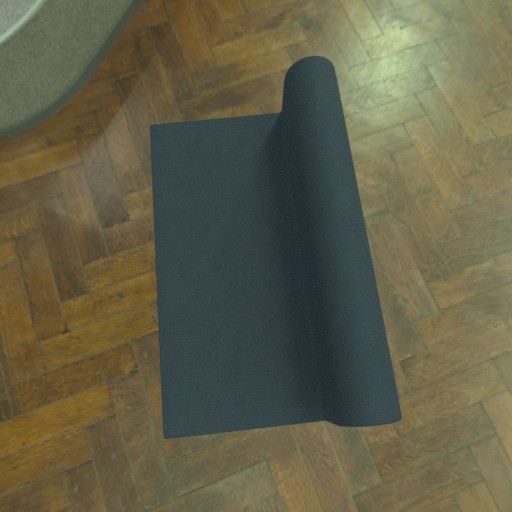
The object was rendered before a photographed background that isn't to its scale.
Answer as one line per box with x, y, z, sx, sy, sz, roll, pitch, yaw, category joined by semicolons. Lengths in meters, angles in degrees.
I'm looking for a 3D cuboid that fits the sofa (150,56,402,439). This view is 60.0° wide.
0.000;0.000;1.663;0.762;0.660;1.219;-6;73;-2;sofa
